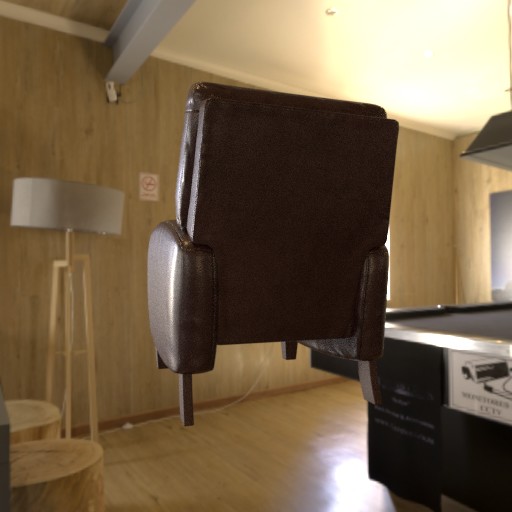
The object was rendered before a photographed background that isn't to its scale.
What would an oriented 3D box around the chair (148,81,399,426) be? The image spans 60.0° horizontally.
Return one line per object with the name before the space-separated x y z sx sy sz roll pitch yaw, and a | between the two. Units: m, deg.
chair | 0.000 0.000 1.702 0.762 0.990 0.990 0 -1 -18
